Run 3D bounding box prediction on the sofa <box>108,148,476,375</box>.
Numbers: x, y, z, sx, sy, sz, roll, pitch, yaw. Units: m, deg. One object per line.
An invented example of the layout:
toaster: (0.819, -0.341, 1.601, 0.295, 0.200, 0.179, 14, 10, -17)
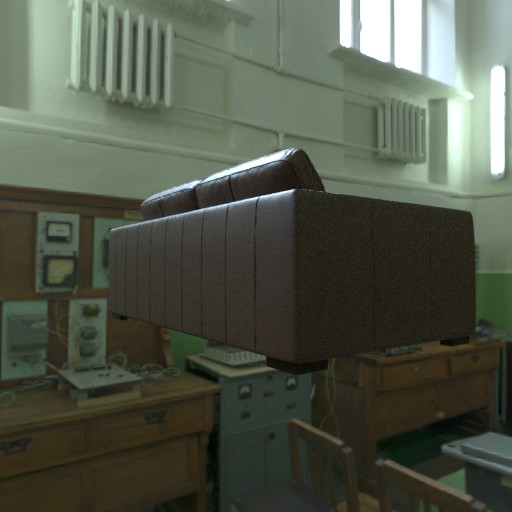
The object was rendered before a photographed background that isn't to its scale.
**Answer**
sofa: (0.000, 0.000, 2.430, 1.070, 0.800, 1.920, 1, -2, -35)
